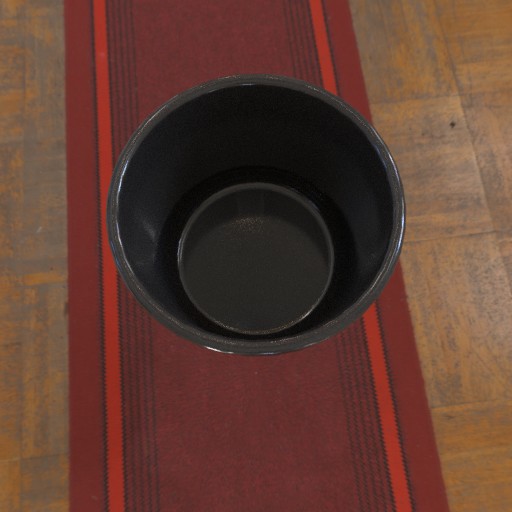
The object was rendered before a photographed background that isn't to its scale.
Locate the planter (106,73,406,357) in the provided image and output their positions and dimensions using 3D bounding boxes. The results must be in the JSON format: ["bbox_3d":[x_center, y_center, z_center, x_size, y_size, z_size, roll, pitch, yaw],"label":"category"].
[{"bbox_3d":[0.000,0.000,0.538,0.251,0.355,0.251,37,78,9],"label":"planter"}]
